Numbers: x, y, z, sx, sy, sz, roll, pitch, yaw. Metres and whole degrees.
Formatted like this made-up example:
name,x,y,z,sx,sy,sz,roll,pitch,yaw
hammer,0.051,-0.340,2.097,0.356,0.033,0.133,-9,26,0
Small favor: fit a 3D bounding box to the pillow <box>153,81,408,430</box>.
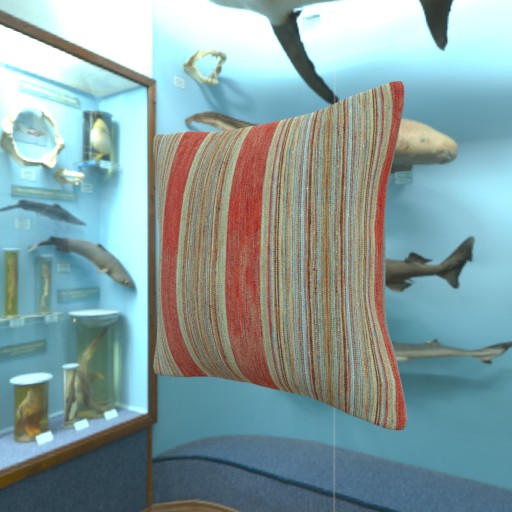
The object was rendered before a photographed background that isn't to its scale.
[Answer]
name,x,y,z,sx,sy,sz,roll,pitch,yaw
pillow,0.000,0.000,0.648,0.437,0.419,0.136,0,1,35
